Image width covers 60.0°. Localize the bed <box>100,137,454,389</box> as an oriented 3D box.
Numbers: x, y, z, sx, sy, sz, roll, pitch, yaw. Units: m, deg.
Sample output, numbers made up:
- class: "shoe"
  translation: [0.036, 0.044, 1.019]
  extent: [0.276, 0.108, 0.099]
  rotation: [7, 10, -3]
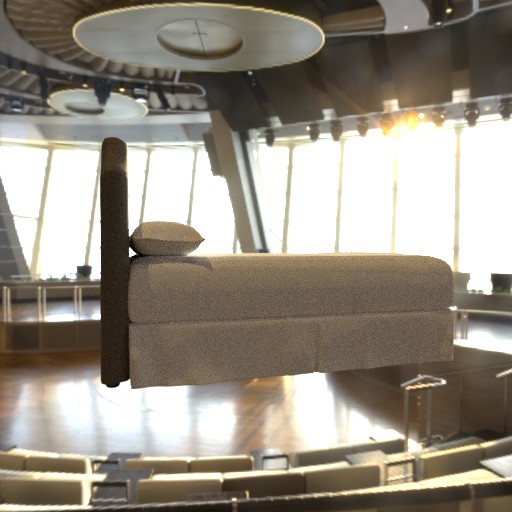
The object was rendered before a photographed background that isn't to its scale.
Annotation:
- class: "bed"
  translation: [0.000, 0.000, 3.944]
  extent: [2.536, 1.561, 2.194]
  rotation: [0, 1, -17]
